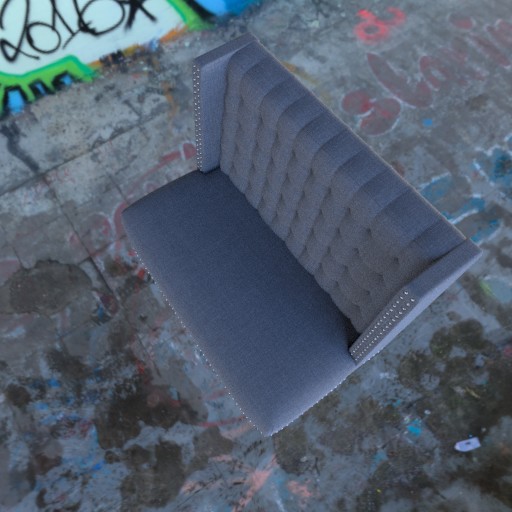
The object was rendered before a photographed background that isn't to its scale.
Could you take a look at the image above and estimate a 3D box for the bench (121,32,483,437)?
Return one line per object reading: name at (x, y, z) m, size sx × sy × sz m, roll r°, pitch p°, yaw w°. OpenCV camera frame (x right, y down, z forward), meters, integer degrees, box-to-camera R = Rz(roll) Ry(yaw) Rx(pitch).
bench at (0.000, 0.000, 1.979) m, size 0.842 × 1.121 × 1.276 m, roll -33°, pitch 68°, yaw -15°
